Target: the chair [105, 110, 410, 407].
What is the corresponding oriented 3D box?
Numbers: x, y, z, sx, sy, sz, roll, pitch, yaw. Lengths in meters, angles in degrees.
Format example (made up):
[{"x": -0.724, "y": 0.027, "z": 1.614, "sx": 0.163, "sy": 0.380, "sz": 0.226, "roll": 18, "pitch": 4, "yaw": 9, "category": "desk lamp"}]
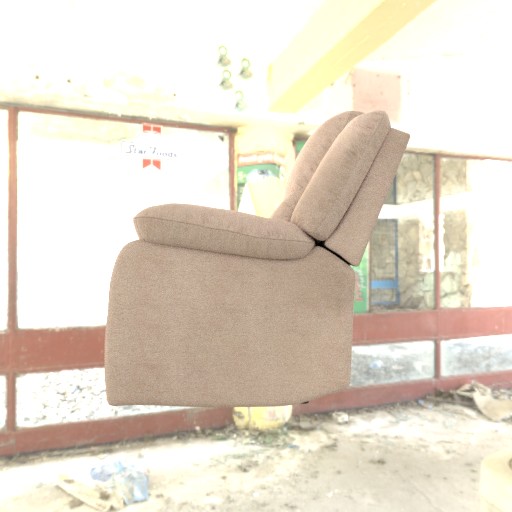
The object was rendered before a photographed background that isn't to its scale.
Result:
[{"x": 0.000, "y": 0.000, "z": 1.718, "sx": 0.944, "sy": 1.008, "sz": 0.899, "roll": 0, "pitch": -1, "yaw": 1, "category": "chair"}]
